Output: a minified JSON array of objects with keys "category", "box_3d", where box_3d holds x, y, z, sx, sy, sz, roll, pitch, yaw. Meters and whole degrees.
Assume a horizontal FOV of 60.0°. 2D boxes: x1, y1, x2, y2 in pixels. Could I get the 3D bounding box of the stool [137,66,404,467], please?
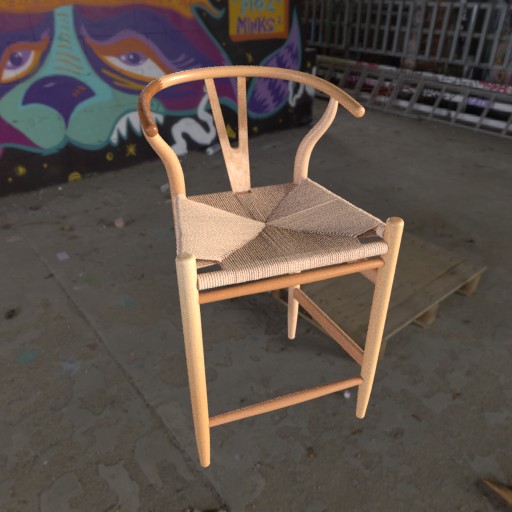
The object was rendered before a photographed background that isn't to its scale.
[{"category":"stool","box_3d":[0.000,0.000,1.254,0.536,0.923,0.575,-10,33,-16]}]
